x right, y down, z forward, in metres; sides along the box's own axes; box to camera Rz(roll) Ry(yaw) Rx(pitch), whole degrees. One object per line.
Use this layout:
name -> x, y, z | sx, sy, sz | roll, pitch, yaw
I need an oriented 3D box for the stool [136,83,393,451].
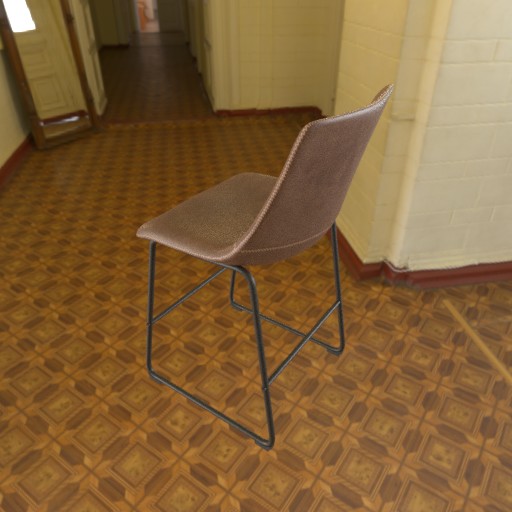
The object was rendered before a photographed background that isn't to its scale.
stool -> 0.000, 0.000, 1.203 | 0.550, 0.890, 0.460 | 21, 38, 29
